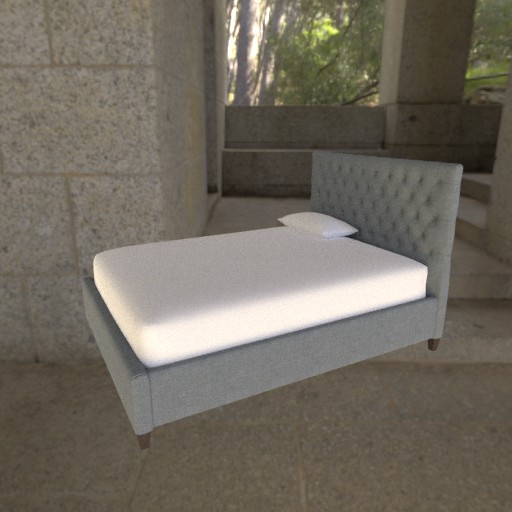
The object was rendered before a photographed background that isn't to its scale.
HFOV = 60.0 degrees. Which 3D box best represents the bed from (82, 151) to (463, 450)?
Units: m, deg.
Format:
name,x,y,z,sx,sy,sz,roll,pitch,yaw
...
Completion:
name,x,y,z,sx,sy,sz,roll,pitch,yaw
bed,0.000,0.000,3.373,2.335,1.411,1.698,-9,19,-27
